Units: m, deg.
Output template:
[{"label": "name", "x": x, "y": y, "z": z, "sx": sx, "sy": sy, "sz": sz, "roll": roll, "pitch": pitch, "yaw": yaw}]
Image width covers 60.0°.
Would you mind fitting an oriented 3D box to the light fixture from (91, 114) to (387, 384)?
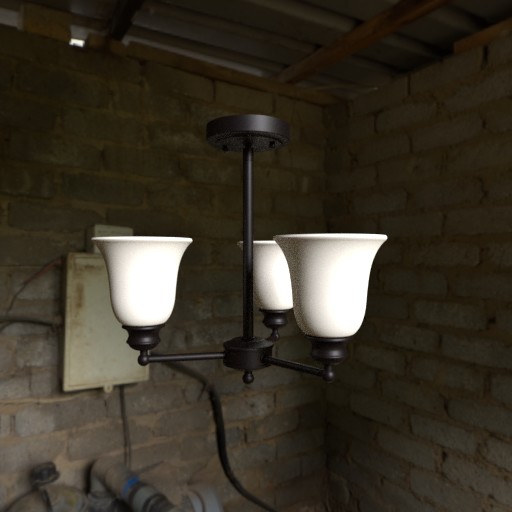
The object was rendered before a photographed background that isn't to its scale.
[{"label": "light fixture", "x": 0.000, "y": 0.000, "z": 0.674, "sx": 0.388, "sy": 0.370, "sz": 0.354, "roll": 0, "pitch": 0, "yaw": 18}]
